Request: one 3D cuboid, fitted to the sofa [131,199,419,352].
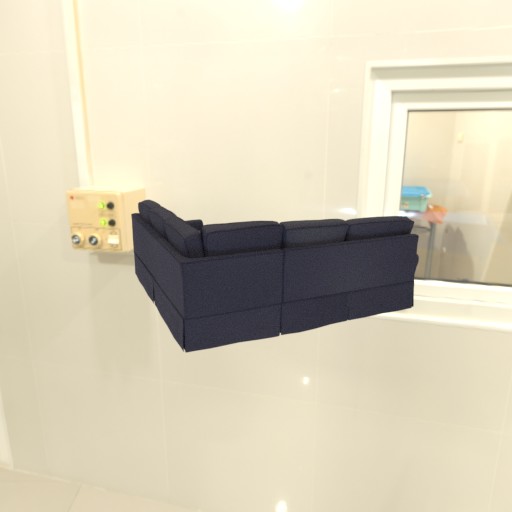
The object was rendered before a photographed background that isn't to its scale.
[{"bbox_3d":[0.000,0.000,5.289,3.773,1.169,2.874,2,16,7],"label":"sofa"}]
